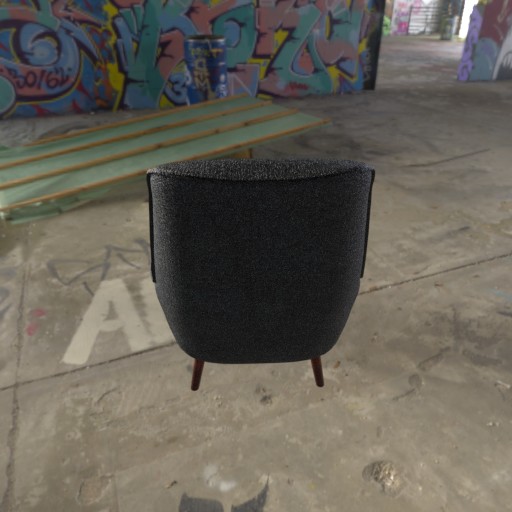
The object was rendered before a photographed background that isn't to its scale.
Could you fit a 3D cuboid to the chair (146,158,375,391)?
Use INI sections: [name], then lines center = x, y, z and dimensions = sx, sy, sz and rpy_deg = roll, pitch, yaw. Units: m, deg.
[chair]
center = 0.000, 0.000, 1.494
dimensions = 0.763, 0.883, 0.859
rpy_deg = -1, 30, -2
